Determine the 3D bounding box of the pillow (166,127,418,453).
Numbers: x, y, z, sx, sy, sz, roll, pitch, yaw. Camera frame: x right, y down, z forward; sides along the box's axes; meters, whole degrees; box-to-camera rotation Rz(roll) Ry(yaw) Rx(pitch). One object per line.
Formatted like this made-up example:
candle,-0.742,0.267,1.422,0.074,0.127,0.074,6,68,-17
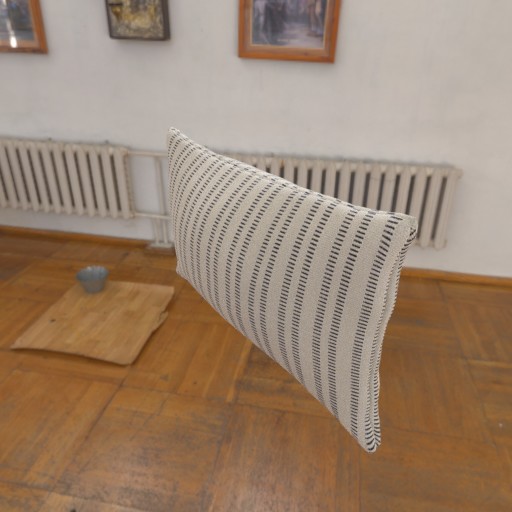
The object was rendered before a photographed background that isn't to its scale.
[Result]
pillow,0.000,0.000,0.787,0.210,0.353,0.640,-17,31,-30
